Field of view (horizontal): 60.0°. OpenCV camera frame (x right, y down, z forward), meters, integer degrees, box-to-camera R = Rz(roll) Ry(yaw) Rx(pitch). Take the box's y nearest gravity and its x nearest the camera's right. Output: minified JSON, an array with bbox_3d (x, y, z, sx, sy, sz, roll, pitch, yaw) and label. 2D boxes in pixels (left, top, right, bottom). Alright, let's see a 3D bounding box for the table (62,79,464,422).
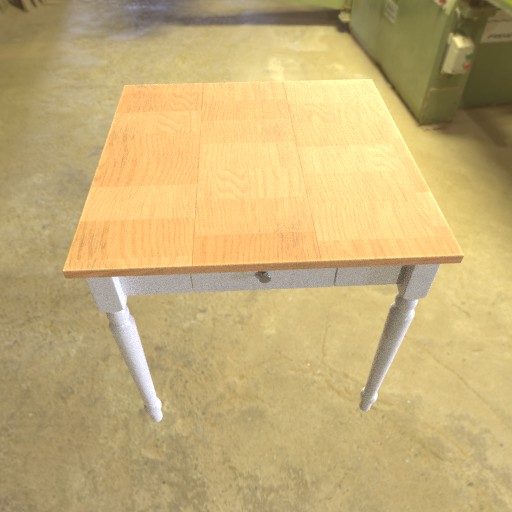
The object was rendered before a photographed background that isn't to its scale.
[{"bbox_3d":[0.000,0.000,1.344,0.747,0.738,0.747,-2,46,-2],"label":"table"}]
